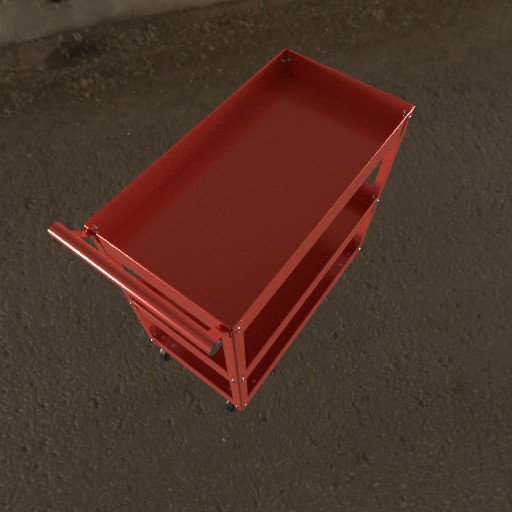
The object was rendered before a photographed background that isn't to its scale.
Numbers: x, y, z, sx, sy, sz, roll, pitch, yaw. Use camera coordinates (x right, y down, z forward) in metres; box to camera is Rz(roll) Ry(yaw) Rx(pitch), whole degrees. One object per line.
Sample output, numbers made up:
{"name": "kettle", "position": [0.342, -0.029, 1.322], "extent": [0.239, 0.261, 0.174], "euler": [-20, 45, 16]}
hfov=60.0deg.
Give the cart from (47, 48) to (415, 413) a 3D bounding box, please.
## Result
{"name": "cart", "position": [0.000, 0.000, 1.184], "extent": [0.366, 0.780, 0.719], "euler": [33, 64, 18]}
